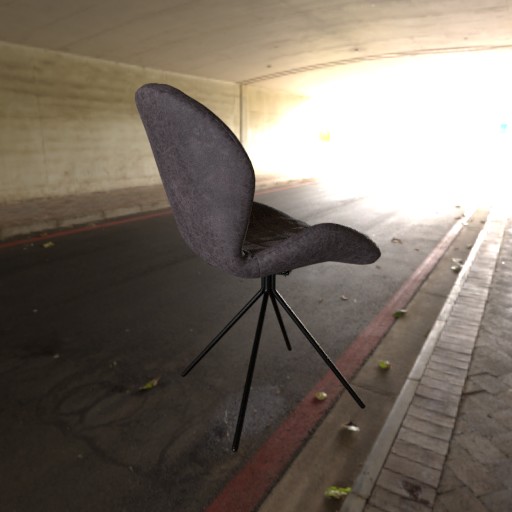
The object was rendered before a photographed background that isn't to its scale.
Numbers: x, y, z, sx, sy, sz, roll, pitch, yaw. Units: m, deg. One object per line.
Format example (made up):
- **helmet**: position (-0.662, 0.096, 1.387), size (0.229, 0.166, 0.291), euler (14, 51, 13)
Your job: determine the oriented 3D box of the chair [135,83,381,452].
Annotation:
- **chair**: position (0.000, 0.000, 1.322), size (0.640, 0.934, 0.527), euler (-7, 16, -26)
